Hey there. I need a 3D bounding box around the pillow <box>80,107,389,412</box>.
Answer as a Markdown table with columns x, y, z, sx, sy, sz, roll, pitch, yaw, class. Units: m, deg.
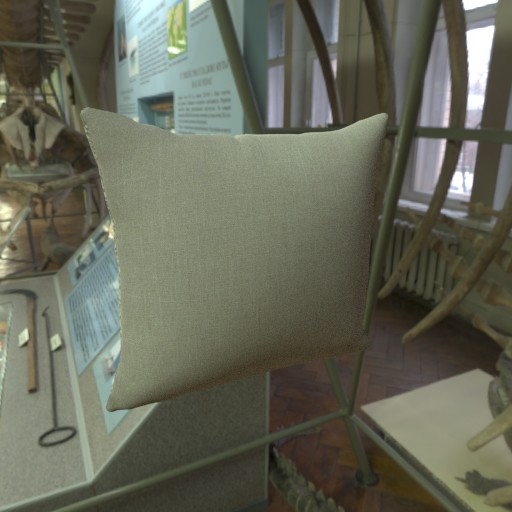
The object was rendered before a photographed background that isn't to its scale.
| x | y | z | sx | sy | sz | roll | pitch | yaw | class |
| --- | --- | --- | --- | --- | --- | --- | --- | --- | --- |
| 0.000 | 0.000 | 0.777 | 0.546 | 0.487 | 0.180 | -8 | 18 | -25 | pillow |
